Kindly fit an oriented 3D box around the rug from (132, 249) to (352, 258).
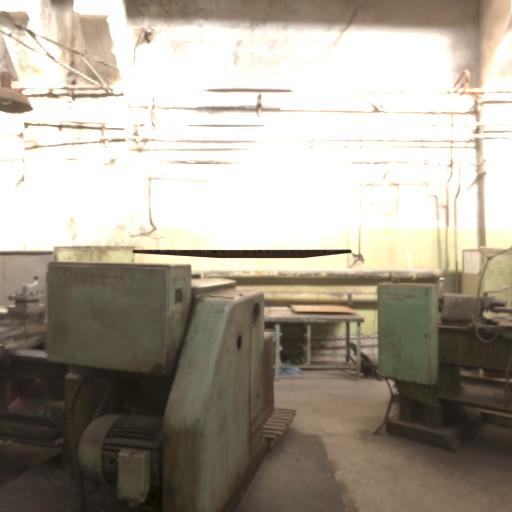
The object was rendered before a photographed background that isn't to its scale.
[{"bbox_3d":[0.000,0.000,2.519,0.691,0.011,2.296,0,-1,2],"label":"rug"}]
